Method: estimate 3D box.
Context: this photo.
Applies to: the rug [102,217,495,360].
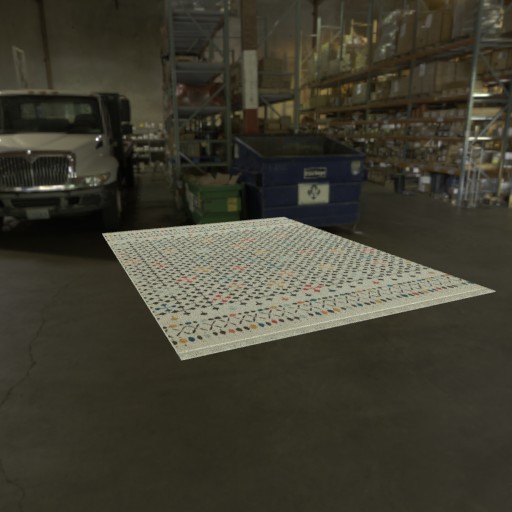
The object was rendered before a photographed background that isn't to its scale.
[{"bbox_3d":[0.000,0.000,4.133,2.354,0.007,3.196,-7,17,-24],"label":"rug"}]
